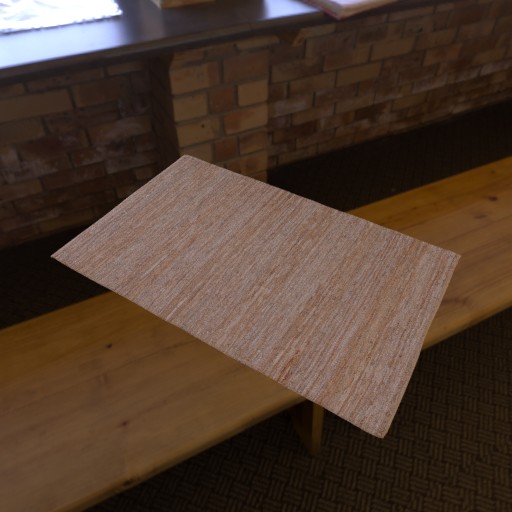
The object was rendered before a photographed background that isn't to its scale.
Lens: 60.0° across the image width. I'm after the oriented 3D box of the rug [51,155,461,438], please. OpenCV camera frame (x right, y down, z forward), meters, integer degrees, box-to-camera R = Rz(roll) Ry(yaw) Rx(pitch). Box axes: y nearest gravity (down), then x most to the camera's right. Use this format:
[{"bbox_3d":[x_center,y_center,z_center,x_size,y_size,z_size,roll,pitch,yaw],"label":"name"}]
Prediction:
[{"bbox_3d":[0.000,0.000,3.104,2.446,0.009,1.529,24,50,22],"label":"rug"}]
